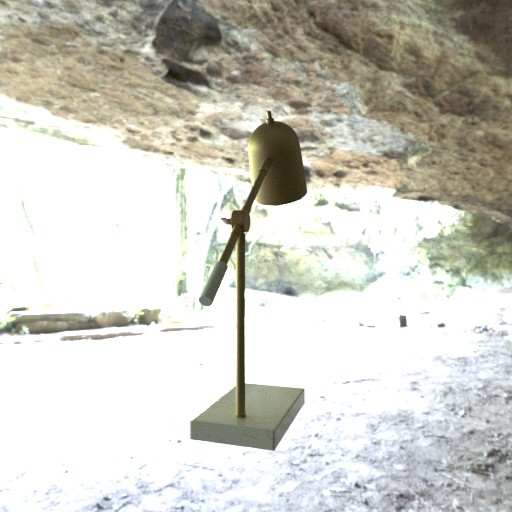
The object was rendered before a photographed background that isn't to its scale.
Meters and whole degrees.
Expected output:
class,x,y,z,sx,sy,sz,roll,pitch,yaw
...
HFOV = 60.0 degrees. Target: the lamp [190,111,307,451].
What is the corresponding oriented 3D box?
class,x,y,z,sx,sy,sz,roll,pitch,yaw
lamp,0.000,0.000,0.833,0.144,0.603,0.471,0,0,18
